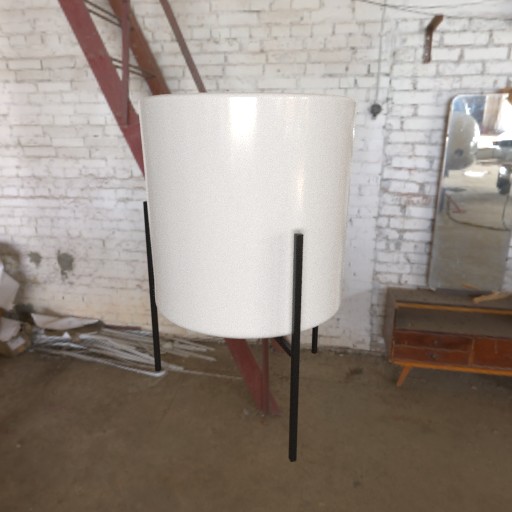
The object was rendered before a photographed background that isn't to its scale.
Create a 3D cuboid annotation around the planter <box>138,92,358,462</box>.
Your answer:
[{"bbox_3d":[0.000,0.000,0.648,0.308,0.431,0.307,-16,23,-43],"label":"planter"}]
